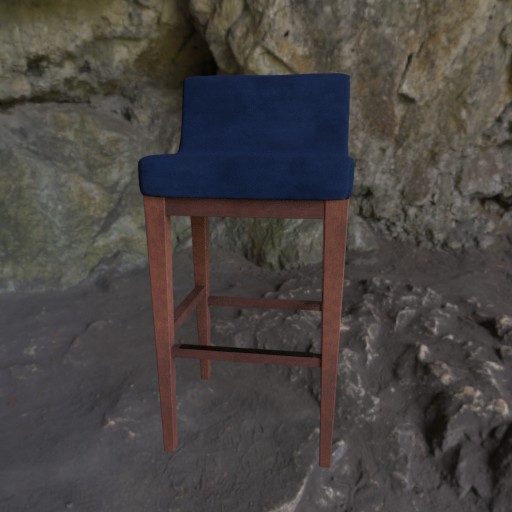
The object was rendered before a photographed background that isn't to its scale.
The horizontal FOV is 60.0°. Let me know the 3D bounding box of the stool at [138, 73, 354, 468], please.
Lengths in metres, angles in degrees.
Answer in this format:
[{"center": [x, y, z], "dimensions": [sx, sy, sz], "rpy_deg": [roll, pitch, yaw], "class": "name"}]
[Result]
[{"center": [0.000, 0.000, 1.293], "dimensions": [0.511, 1.037, 0.500], "rpy_deg": [2, 15, 8], "class": "stool"}]
